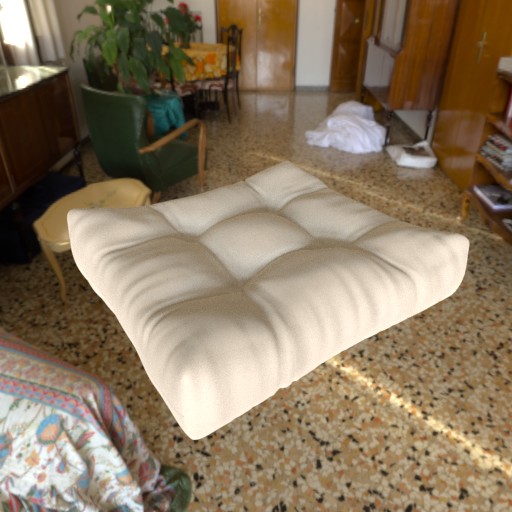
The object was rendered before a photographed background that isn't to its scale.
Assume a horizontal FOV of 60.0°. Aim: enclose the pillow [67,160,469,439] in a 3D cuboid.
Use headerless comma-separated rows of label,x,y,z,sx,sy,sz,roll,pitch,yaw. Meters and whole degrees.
pillow,0.000,0.000,0.724,0.490,0.128,0.468,-20,37,-29
